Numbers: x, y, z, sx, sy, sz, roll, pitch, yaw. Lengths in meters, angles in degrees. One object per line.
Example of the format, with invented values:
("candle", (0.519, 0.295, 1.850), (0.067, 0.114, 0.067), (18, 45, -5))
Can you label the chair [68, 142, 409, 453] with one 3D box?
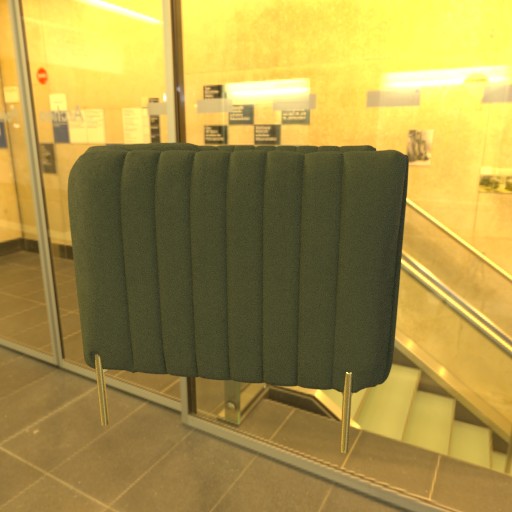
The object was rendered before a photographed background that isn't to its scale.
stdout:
("chair", (0.000, 0.000, 1.602), (0.877, 0.794, 1.032), (3, 15, 9))
